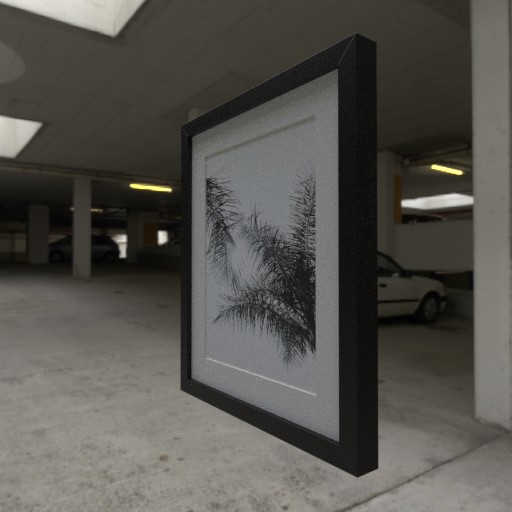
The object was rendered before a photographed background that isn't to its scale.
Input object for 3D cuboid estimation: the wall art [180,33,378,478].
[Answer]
[{"bbox_3d":[0.000,0.000,0.517,0.028,0.380,0.325,1,-1,-37],"label":"wall art"}]
